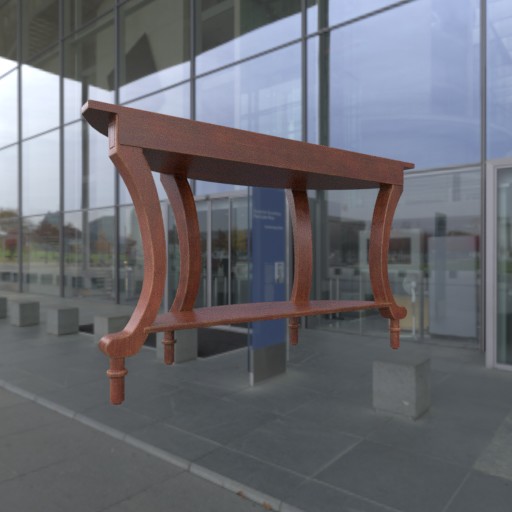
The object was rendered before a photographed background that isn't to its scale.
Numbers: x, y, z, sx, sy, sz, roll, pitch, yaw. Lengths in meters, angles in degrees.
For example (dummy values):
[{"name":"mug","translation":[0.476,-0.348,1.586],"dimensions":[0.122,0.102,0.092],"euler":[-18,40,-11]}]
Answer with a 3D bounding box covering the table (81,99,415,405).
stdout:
[{"name":"table","translation":[0.000,0.000,1.492],"dimensions":[1.198,0.699,0.394],"euler":[0,0,-36]}]
